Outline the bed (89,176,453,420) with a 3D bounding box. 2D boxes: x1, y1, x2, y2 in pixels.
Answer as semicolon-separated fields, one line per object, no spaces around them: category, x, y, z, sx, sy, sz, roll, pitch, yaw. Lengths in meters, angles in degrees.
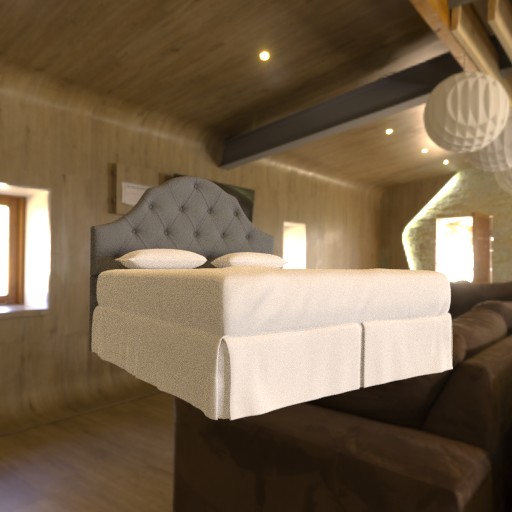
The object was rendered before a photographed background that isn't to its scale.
bed;0.000;0.000;3.488;2.008;1.615;2.214;1;-2;-35
